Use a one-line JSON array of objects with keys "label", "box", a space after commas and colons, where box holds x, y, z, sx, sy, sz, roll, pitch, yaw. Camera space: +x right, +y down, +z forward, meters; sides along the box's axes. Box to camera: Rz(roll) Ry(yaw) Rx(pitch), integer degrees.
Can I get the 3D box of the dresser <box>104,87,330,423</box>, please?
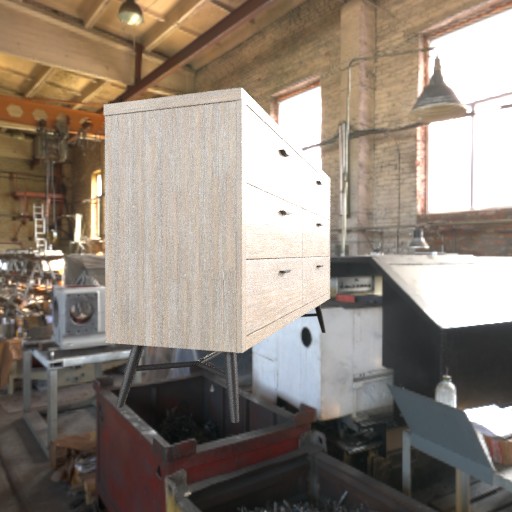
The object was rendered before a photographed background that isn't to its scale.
[{"label": "dresser", "box": [0.000, 0.000, 1.982, 0.457, 0.914, 1.524, 0, 0, 18]}]
